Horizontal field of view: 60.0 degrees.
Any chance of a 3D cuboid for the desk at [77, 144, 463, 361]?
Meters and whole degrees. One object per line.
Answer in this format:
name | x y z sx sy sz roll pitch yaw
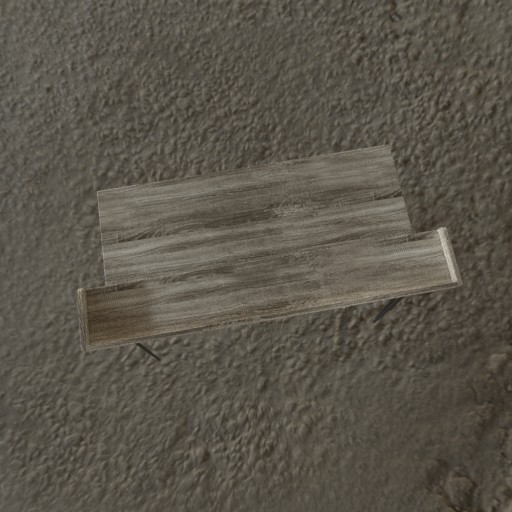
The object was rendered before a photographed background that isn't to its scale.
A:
desk | 0.000 0.000 1.671 1.135 0.899 0.605 -10 76 -2
